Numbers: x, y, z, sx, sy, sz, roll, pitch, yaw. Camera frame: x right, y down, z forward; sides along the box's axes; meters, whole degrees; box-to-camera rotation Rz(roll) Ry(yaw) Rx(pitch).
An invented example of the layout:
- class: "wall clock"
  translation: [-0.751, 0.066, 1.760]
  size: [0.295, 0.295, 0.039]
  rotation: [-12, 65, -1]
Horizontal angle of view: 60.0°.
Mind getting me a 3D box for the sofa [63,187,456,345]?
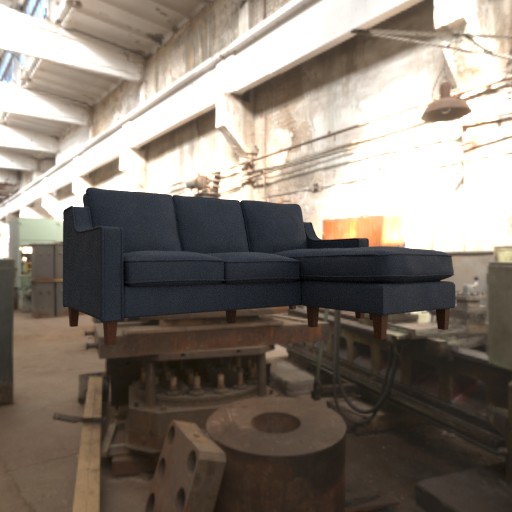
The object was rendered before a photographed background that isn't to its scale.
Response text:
- class: "sofa"
  translation: [0.000, 0.000, 3.288]
  size: [2.317, 1.066, 1.858]
  rotation: [1, -1, -35]
